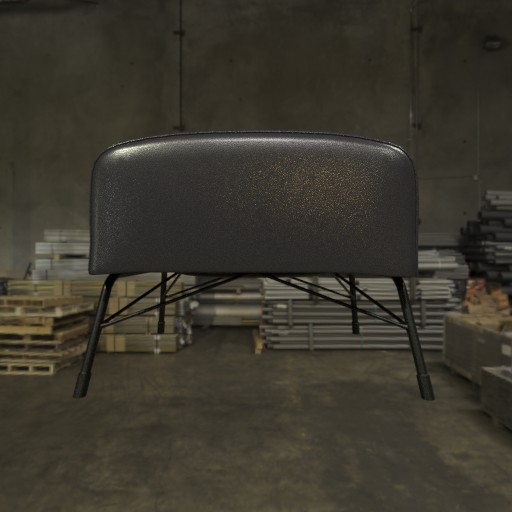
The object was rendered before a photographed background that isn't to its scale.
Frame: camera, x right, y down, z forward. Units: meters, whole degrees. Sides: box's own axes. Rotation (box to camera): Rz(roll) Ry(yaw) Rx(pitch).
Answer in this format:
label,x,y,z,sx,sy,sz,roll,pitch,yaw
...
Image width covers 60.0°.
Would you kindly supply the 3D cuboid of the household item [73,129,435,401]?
label,x,y,z,sx,sy,sz,roll,pitch,yaw
household item,0.000,0.000,0.903,0.530,0.410,0.530,0,1,1
